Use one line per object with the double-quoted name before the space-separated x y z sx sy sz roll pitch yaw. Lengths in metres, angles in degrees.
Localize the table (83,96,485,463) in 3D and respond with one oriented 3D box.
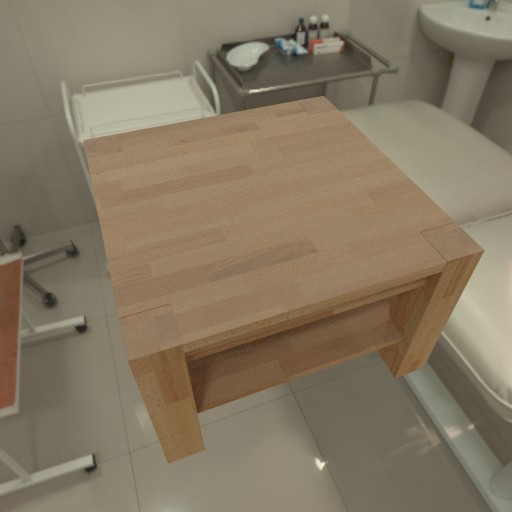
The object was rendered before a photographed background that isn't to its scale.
"table" 0.000 0.000 1.177 0.700 0.451 0.700 -15 48 -14
